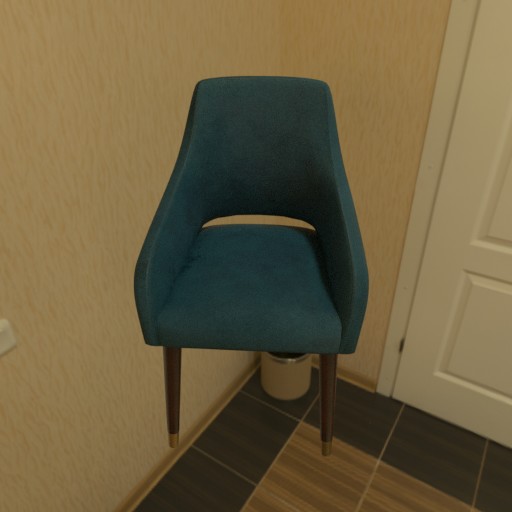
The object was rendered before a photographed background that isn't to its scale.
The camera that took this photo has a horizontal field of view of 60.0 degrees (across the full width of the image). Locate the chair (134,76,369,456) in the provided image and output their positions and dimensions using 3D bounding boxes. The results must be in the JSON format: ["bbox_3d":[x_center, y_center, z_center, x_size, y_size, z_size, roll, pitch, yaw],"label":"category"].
[{"bbox_3d":[0.000,0.000,1.571,0.683,1.081,0.794,2,31,3],"label":"chair"}]
